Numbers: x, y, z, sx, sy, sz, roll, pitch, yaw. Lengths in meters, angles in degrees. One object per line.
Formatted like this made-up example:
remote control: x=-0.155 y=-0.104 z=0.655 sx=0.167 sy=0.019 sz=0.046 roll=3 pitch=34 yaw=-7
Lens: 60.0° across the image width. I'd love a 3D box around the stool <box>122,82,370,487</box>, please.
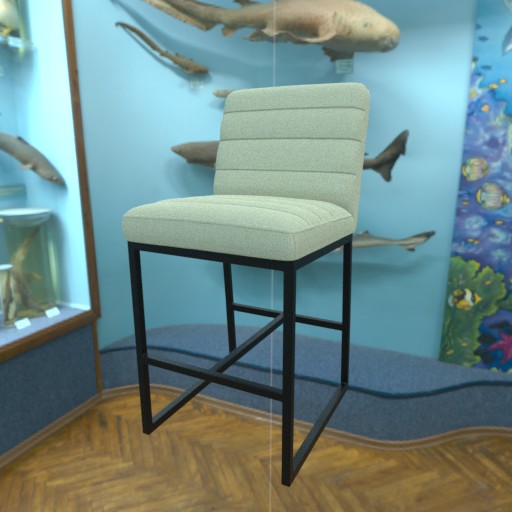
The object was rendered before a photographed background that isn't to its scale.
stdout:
stool: x=0.000 y=0.000 z=1.227 sx=0.460 sy=0.940 sz=0.560 roll=7 pitch=16 yaw=26
